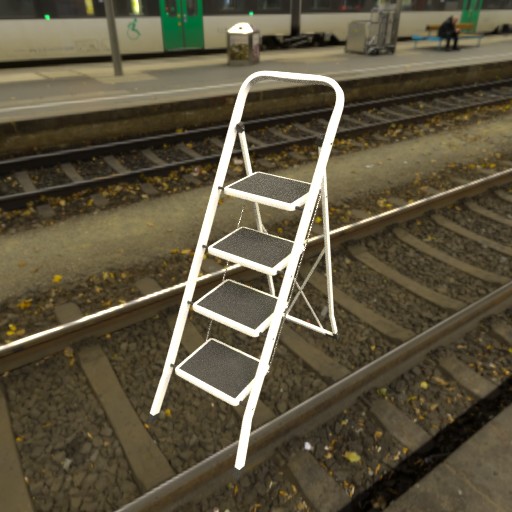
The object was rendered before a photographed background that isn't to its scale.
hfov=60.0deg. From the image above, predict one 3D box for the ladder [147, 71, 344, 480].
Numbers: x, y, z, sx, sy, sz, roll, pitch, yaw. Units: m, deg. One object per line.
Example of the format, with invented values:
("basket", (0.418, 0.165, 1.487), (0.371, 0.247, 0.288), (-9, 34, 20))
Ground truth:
("ladder", (0.000, 0.000, 1.710), (0.460, 1.265, 0.914), (19, 35, 29))
